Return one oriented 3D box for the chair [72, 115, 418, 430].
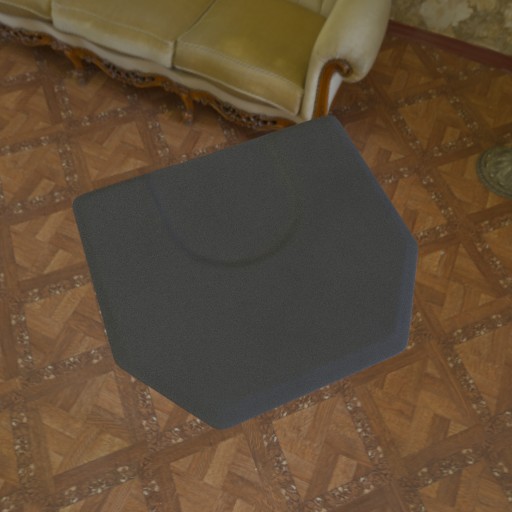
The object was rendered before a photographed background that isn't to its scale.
[{"bbox_3d":[0.000,0.000,1.927,1.372,0.024,1.219,-20,66,-10],"label":"chair"}]
